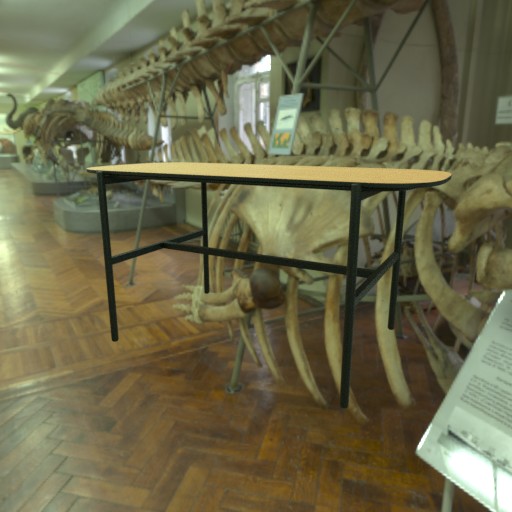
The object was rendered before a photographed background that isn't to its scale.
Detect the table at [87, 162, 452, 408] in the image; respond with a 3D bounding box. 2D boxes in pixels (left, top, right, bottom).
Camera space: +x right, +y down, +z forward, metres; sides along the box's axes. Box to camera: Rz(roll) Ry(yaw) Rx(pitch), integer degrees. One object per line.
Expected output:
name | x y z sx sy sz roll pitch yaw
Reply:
table | 0.000 0.000 1.043 0.800 0.400 0.400 8 17 28
